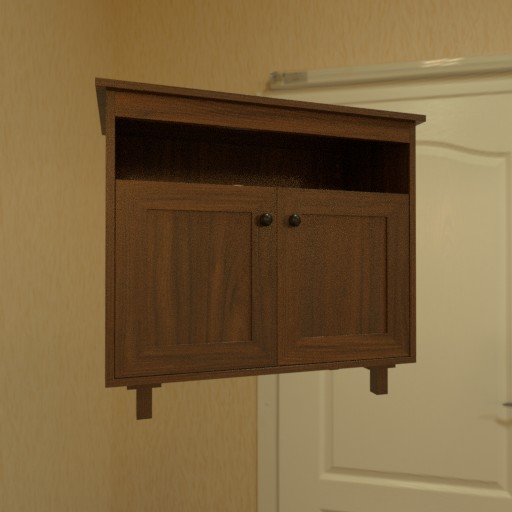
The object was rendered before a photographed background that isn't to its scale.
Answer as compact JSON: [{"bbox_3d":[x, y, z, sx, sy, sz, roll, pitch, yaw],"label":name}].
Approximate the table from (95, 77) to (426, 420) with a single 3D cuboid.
[{"bbox_3d":[0.000,0.000,1.197,0.802,0.725,0.390,0,0,-17],"label":"table"}]
